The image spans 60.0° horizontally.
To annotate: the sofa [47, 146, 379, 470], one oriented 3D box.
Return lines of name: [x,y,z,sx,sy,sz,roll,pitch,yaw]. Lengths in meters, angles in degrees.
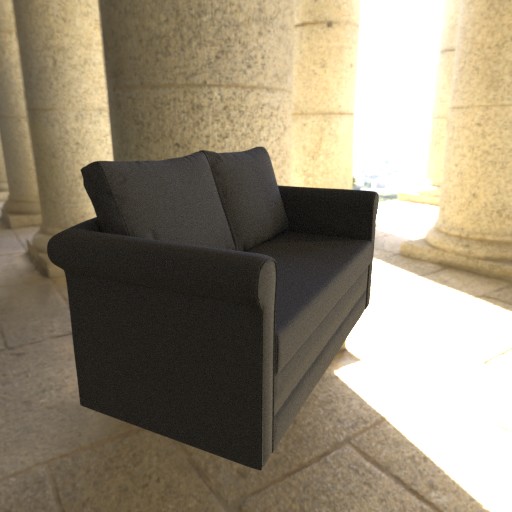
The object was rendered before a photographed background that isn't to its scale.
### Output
sofa: [0.000,0.000,1.901,0.741,0.872,1.460,8,18,25]
